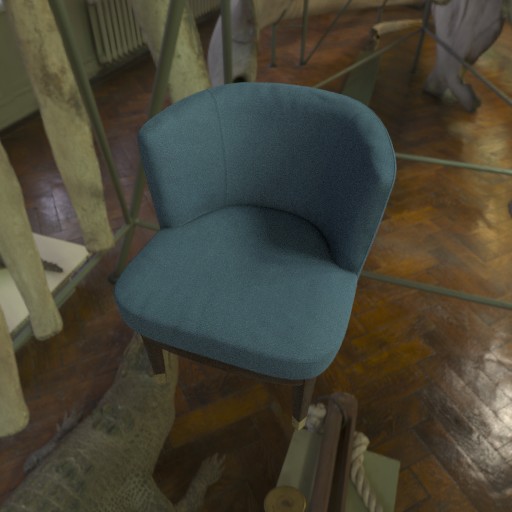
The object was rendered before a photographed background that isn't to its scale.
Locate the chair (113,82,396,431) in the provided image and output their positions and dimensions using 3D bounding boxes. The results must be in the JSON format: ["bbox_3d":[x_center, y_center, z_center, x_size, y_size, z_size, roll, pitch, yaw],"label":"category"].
[{"bbox_3d":[0.000,0.000,1.290,0.661,0.760,0.702,13,43,15],"label":"chair"}]
